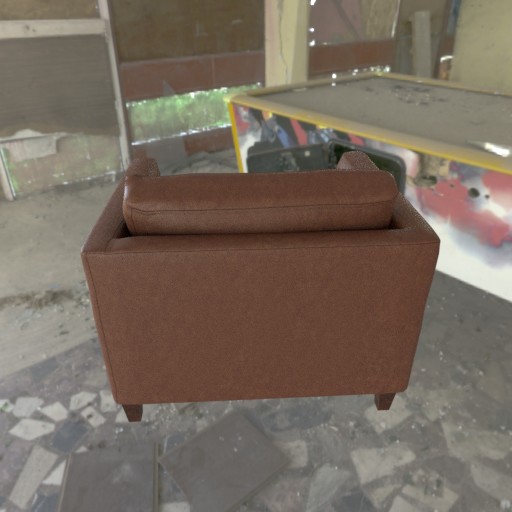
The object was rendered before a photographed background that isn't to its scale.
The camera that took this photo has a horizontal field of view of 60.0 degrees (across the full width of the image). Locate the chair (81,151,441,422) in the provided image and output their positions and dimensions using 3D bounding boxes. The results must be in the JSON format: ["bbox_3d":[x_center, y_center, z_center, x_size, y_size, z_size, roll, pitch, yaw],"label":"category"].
[{"bbox_3d":[0.000,0.000,1.850,1.107,0.917,0.959,-2,30,-3],"label":"chair"}]
